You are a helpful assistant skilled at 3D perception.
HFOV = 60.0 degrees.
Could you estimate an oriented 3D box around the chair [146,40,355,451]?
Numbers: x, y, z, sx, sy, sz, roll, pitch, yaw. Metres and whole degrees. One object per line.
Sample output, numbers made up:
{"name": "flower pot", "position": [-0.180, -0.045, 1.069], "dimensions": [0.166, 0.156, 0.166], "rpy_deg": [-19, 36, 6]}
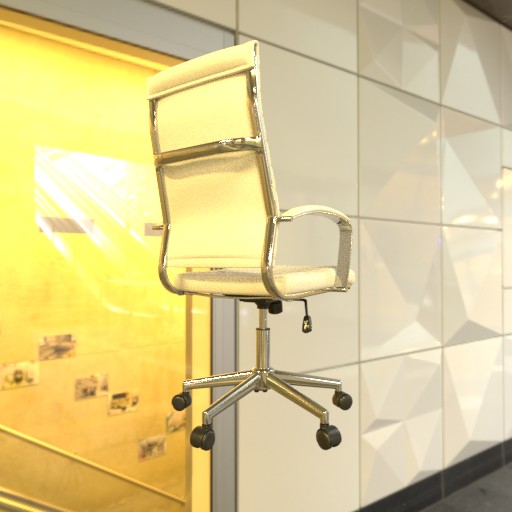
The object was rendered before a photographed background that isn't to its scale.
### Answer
{"name": "chair", "position": [0.000, 0.000, 1.549], "dimensions": [0.679, 1.149, 0.679], "rpy_deg": [-1, -1, 35]}
